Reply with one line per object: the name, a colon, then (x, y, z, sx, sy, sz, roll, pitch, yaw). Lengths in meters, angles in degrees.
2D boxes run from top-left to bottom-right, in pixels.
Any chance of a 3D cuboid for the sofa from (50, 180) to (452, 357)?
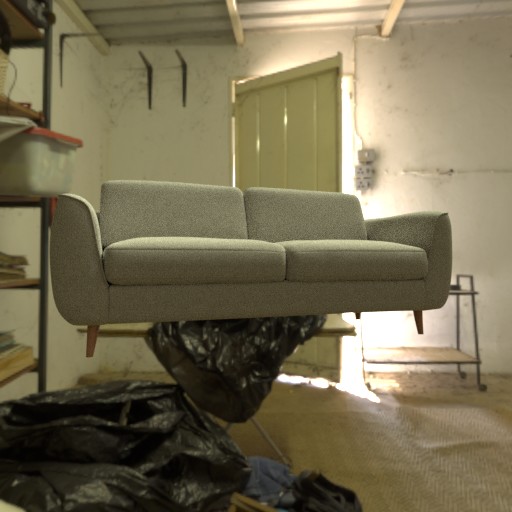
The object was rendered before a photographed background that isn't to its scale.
sofa: (0.000, 0.000, 2.432, 2.000, 0.850, 0.920, 0, 0, -19)
